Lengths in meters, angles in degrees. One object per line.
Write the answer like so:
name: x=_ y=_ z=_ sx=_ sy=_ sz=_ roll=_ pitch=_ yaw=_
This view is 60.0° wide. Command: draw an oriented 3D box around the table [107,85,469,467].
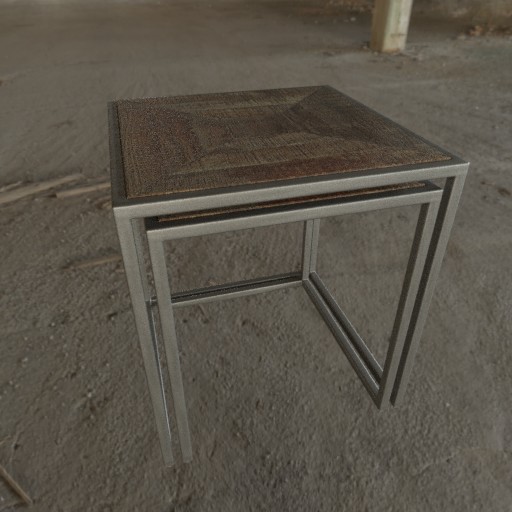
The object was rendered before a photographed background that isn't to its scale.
table: x=0.000 y=0.000 z=0.839 sx=0.450 sy=0.500 sz=0.449 roll=-9 pitch=35 yaw=-13
